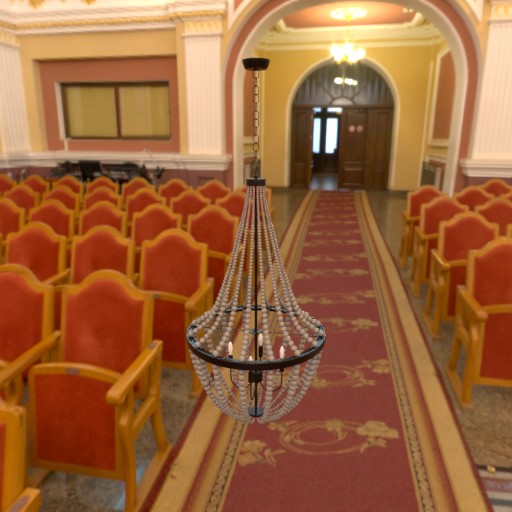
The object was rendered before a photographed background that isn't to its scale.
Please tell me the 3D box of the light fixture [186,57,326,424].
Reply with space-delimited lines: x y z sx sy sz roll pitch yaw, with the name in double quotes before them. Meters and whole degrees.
"light fixture" 0.000 0.000 1.384 0.450 1.133 0.450 0 15 0
